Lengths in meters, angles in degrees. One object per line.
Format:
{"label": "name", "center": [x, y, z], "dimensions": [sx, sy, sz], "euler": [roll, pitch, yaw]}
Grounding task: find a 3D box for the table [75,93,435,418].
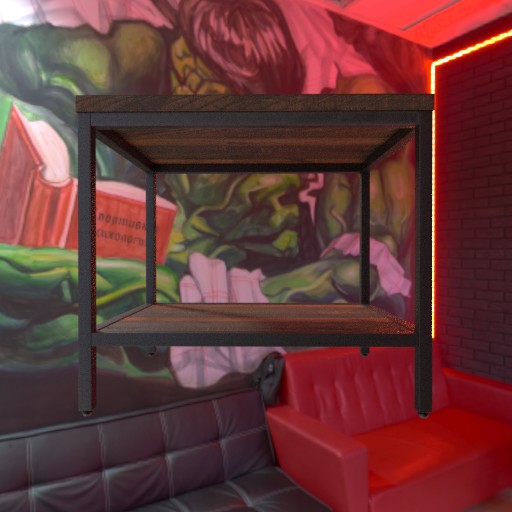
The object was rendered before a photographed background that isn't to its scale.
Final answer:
{"label": "table", "center": [0.000, 0.000, 1.097], "dimensions": [0.678, 0.612, 0.524], "euler": [0, 0, 1]}
